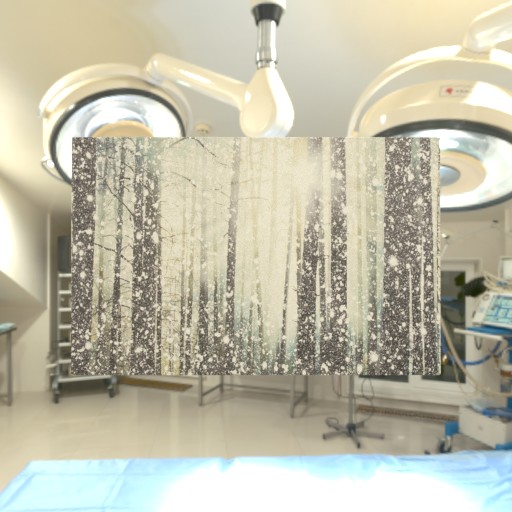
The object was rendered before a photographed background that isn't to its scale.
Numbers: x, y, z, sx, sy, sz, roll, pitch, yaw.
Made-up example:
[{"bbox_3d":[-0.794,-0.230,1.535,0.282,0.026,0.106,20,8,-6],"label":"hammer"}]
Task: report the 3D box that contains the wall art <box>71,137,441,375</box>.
[{"bbox_3d":[0.000,0.000,0.759,0.618,0.398,0.042,0,0,0],"label":"wall art"}]
